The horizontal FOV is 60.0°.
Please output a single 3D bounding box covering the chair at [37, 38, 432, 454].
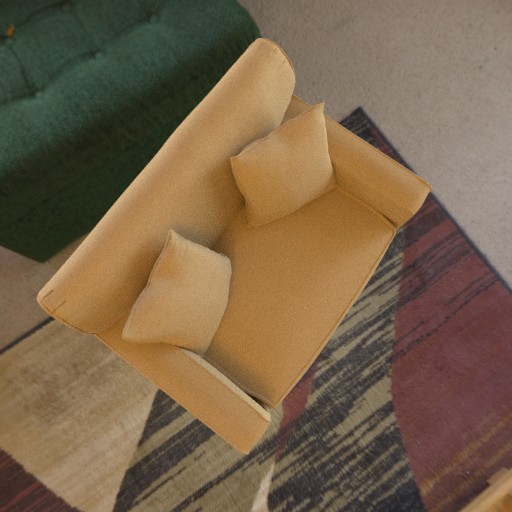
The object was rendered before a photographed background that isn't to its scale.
[{"bbox_3d":[0.000,0.000,2.037,1.000,0.948,1.383,36,80,7],"label":"chair"}]
